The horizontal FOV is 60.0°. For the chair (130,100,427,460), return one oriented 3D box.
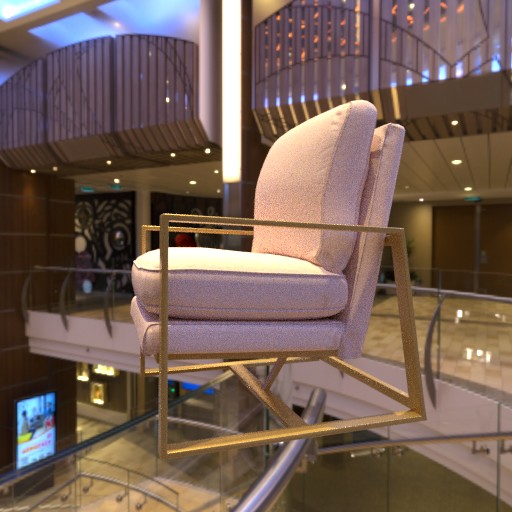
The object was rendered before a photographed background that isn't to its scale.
[{"bbox_3d":[0.000,0.000,1.523,0.813,0.956,0.758,0,2,-18],"label":"chair"}]
